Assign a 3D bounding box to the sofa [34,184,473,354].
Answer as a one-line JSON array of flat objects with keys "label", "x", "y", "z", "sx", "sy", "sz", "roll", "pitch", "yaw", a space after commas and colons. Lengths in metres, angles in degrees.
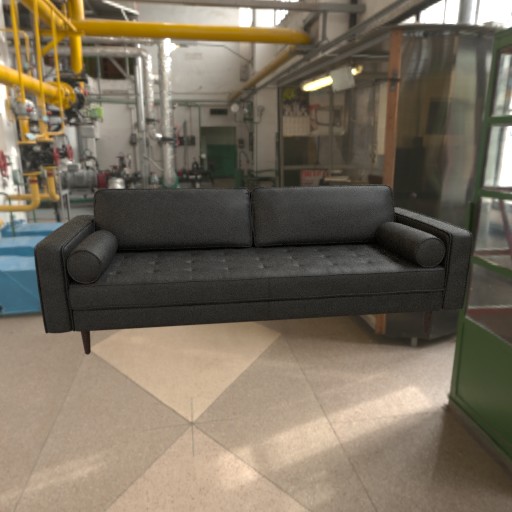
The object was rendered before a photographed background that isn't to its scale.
[{"label": "sofa", "x": 0.000, "y": 0.000, "z": 2.614, "sx": 2.210, "sy": 0.762, "sz": 0.914, "roll": -2, "pitch": 15, "yaw": -8}]
